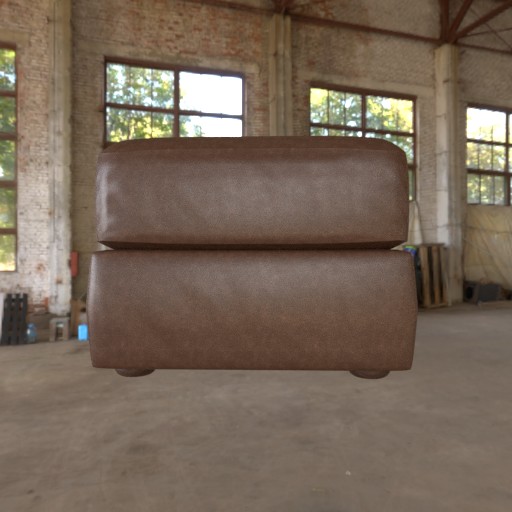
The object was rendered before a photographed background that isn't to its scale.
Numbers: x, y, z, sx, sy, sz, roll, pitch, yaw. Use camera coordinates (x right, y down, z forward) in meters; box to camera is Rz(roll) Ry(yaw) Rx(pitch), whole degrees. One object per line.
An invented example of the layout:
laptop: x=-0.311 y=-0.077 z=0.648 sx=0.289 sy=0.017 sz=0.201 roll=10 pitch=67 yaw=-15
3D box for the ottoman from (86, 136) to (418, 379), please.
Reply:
ottoman: x=0.000 y=0.000 z=1.153 sx=0.603 sy=0.476 sz=0.751 roll=0 pitch=0 yaw=2
